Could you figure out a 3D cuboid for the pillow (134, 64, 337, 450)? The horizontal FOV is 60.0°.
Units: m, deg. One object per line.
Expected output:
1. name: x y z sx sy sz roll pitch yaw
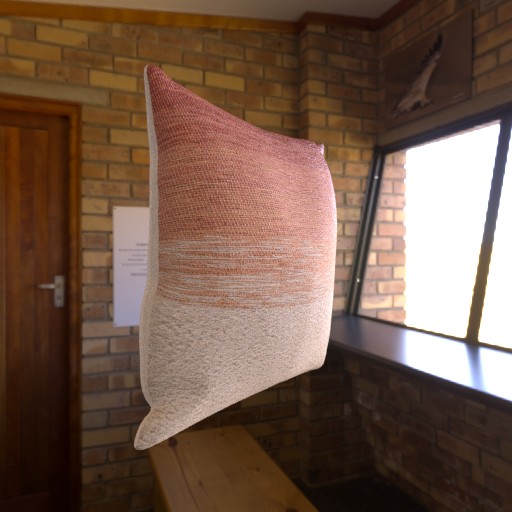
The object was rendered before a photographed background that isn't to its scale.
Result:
1. pillow: 0.000 0.000 0.671 0.182 0.441 0.440 0 0 36
